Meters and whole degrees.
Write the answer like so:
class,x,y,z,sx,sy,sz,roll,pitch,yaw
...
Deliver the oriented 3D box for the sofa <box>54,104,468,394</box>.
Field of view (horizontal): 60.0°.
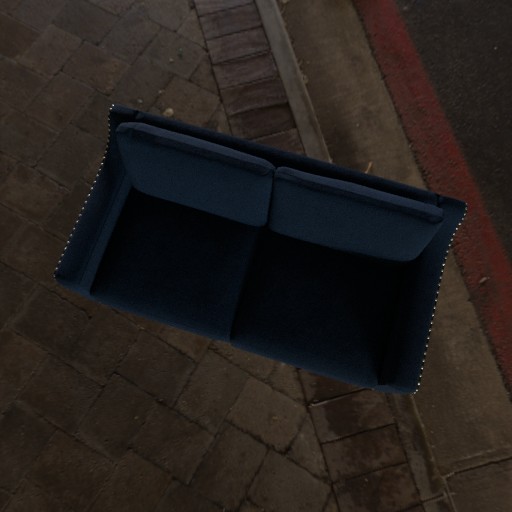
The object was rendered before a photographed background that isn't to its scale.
class,x,y,z,sx,sy,sz,roll,pitch,yaw
sofa,0.000,0.000,2.688,2.107,0.983,1.104,17,75,4
